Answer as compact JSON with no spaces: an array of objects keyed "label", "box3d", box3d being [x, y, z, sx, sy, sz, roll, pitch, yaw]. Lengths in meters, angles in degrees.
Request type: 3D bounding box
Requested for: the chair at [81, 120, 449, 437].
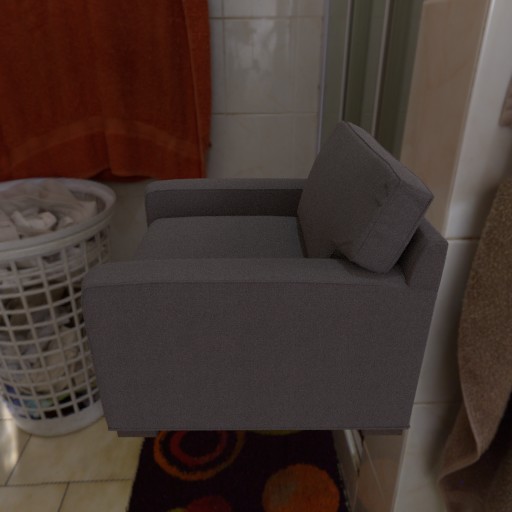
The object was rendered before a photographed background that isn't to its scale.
[{"label":"chair","box3d":[0.000,0.000,1.755,1.043,0.913,0.997,0,27,0]}]
